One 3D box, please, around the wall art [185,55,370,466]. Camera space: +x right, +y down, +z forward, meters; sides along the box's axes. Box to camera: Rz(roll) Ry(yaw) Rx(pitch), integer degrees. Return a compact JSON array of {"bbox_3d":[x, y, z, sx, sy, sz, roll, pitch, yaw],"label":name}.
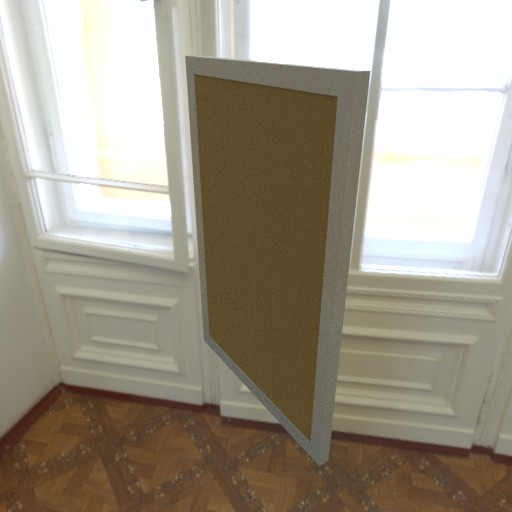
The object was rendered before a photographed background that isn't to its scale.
[{"bbox_3d":[0.000,0.000,1.419,0.038,1.143,0.764,-17,31,-30],"label":"wall art"}]
